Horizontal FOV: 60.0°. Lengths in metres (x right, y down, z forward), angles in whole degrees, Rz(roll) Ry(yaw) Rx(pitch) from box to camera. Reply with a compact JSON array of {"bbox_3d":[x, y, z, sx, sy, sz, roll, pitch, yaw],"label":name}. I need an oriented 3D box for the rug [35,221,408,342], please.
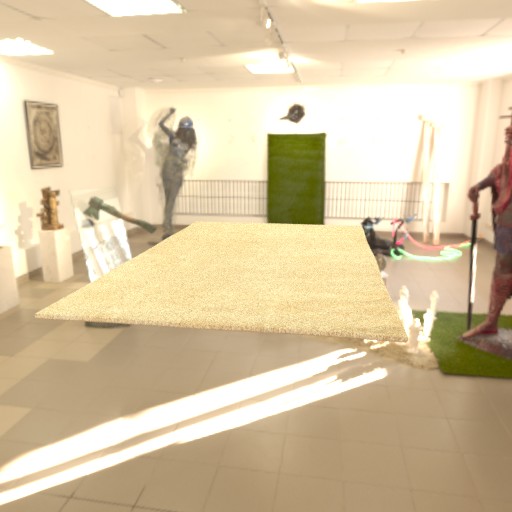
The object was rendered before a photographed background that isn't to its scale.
[{"bbox_3d":[0.000,0.000,2.862,1.500,0.025,2.346,2,14,9],"label":"rug"}]
